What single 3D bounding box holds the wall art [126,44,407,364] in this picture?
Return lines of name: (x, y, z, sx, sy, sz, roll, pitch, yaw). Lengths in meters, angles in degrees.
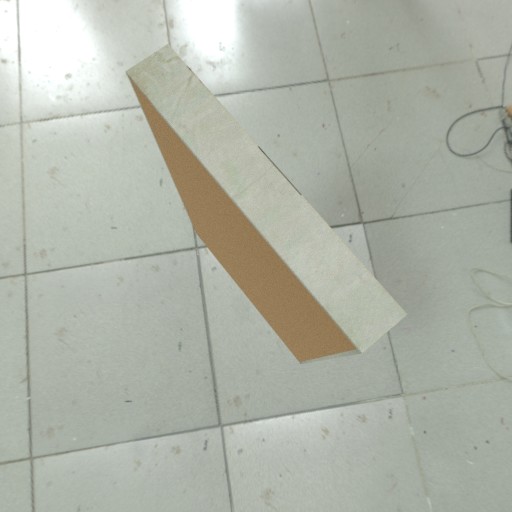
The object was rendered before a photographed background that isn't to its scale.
wall art: (0.000, 0.000, 0.481, 0.038, 0.381, 0.254, -38, 78, -9)
